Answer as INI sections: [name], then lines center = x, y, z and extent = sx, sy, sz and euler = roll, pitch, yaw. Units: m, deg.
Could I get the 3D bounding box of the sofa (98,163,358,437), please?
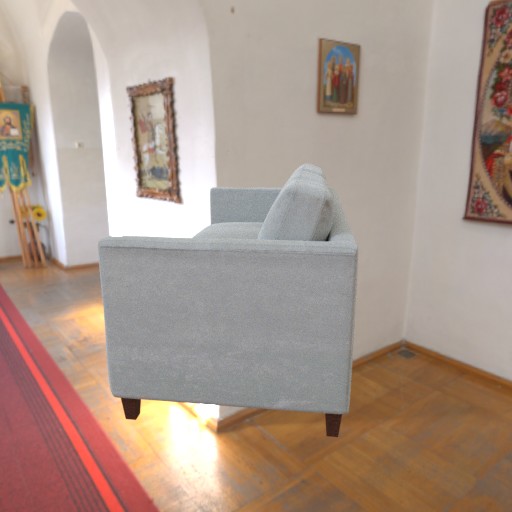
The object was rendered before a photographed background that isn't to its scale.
[sofa]
center = 0.000, 0.000, 2.471
extent = 0.950, 0.963, 1.884
euler = 2, 15, 7
